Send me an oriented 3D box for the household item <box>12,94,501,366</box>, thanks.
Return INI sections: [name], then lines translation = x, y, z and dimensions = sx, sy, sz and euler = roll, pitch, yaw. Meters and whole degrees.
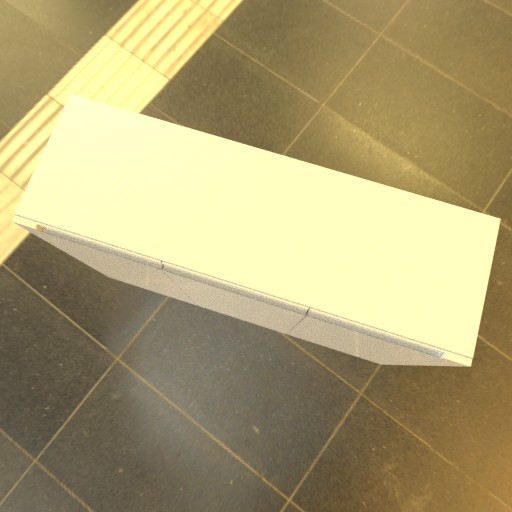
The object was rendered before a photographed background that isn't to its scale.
[household item]
translation = 0.000, 0.000, 1.658
dimensions = 1.300, 0.867, 0.420
euler = 17, 77, 4
